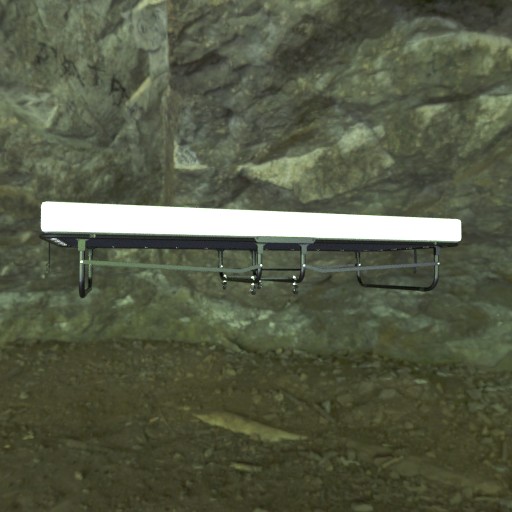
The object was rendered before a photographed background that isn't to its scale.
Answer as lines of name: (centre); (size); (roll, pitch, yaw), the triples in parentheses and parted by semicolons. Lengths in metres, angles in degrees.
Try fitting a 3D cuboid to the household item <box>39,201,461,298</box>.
household item: (0.000, 0.000, 2.209); (1.905, 0.356, 0.787); (1, -2, -18)
